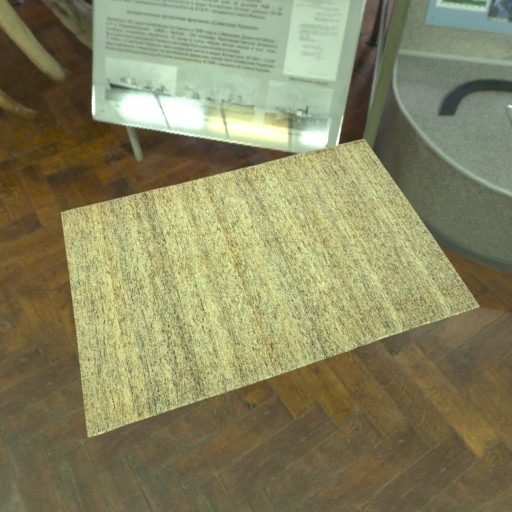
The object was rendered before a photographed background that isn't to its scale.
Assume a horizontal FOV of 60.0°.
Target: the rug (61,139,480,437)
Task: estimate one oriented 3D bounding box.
[{"bbox_3d":[0.000,0.000,2.276,1.846,0.014,1.243,-16,58,-10],"label":"rug"}]
